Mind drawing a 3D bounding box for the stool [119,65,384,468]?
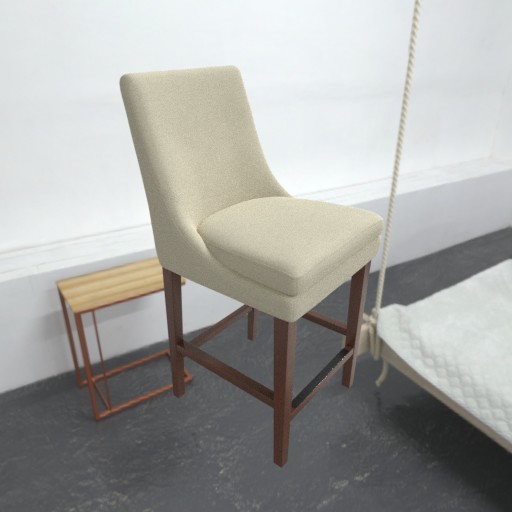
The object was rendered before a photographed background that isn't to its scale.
[{"bbox_3d":[0.000,0.000,1.284,0.577,0.981,0.470,20,33,34],"label":"stool"}]
